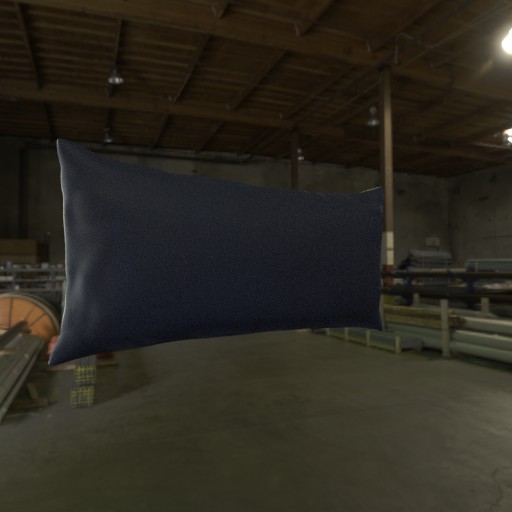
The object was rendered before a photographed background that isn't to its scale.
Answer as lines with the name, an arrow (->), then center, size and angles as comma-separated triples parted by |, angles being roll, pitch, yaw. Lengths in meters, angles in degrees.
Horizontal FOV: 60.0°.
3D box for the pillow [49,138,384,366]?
pillow -> 0.000, 0.000, 0.714 | 0.610, 0.287, 0.151 | 1, -2, -34
